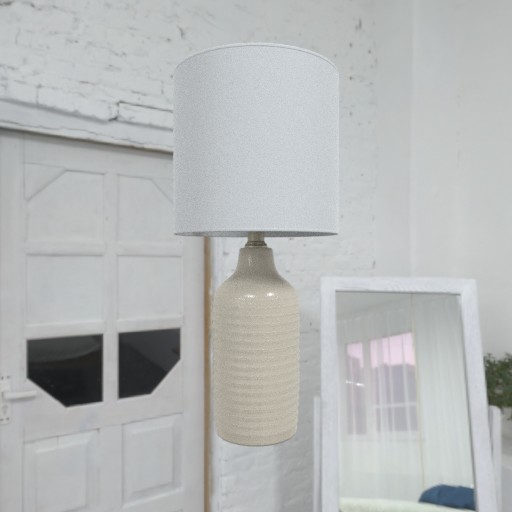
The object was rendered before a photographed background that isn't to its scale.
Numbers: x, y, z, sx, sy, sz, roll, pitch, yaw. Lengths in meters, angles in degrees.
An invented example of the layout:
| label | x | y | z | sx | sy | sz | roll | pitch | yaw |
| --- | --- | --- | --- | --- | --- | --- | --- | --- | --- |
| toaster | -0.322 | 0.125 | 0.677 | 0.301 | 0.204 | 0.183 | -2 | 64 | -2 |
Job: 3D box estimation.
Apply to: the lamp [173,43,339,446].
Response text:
| label | x | y | z | sx | sy | sz | roll | pitch | yaw |
| --- | --- | --- | --- | --- | --- | --- | --- | --- | --- |
| lamp | 0.000 | 0.000 | 0.603 | 0.220 | 0.475 | 0.220 | 0 | 1 | 35 |
